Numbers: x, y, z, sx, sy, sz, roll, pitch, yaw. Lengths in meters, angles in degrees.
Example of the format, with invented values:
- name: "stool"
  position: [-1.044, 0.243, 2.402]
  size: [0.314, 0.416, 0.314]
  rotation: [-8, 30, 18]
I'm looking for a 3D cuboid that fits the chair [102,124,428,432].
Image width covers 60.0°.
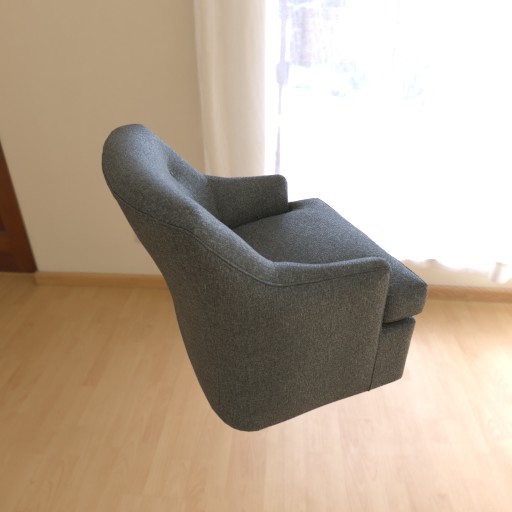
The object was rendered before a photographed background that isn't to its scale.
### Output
- name: "chair"
  position: [0.000, 0.000, 1.577]
  size: [0.923, 0.856, 0.864]
  rotation: [-11, 33, -18]
